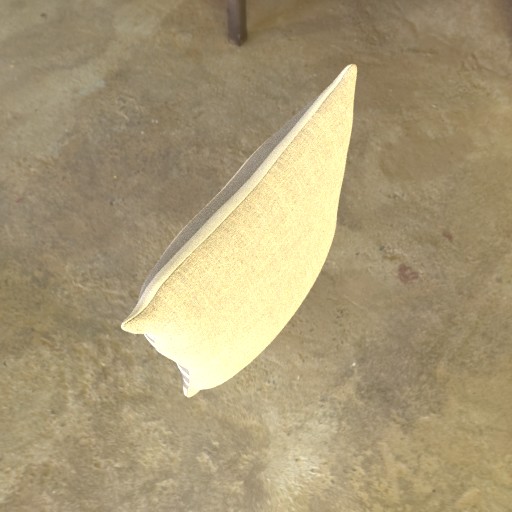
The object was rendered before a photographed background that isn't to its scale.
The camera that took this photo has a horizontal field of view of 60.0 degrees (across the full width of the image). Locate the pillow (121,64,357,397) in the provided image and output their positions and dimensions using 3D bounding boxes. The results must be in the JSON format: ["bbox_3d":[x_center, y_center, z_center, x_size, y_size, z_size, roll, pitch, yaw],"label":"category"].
[{"bbox_3d":[0.000,0.000,0.687,0.182,0.440,0.439,34,69,15],"label":"pillow"}]
